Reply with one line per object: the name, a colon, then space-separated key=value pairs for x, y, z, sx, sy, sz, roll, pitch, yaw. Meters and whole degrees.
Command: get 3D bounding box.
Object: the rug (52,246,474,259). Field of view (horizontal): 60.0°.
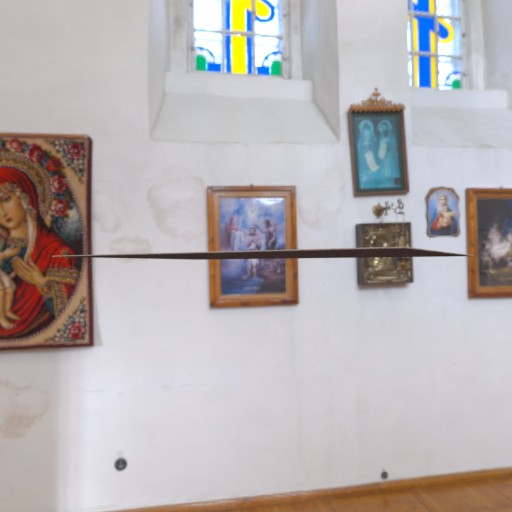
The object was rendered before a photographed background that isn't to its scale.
rug: x=0.000 y=0.000 z=2.984 sx=2.433 sy=0.007 sz=1.507 roll=-1 pitch=-2 yaw=35
